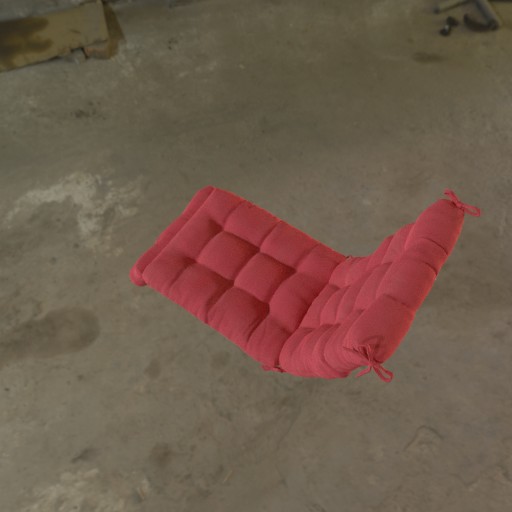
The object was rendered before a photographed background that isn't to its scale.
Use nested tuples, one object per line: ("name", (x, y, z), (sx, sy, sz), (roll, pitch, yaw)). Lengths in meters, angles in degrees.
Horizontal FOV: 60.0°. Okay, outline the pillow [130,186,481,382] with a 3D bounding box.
("pillow", (0.000, 0.000, 1.492), (1.016, 0.863, 0.526), (32, 68, 15))
